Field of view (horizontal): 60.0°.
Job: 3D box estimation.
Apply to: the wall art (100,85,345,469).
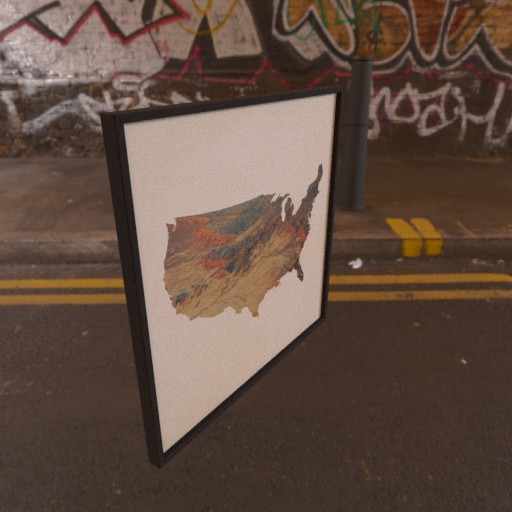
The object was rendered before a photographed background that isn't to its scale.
[{"bbox_3d":[0.000,0.000,1.117,0.038,0.762,0.762,18,30,33],"label":"wall art"}]
